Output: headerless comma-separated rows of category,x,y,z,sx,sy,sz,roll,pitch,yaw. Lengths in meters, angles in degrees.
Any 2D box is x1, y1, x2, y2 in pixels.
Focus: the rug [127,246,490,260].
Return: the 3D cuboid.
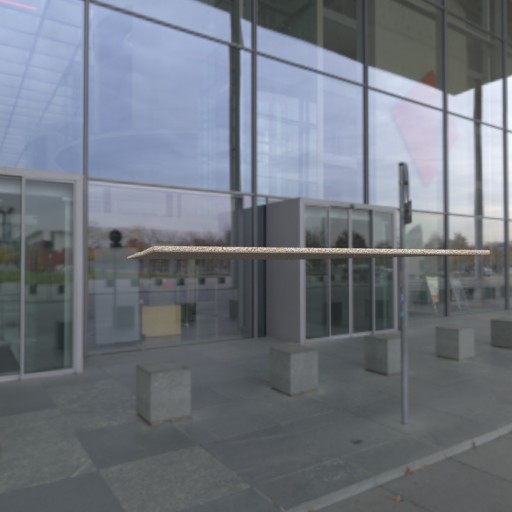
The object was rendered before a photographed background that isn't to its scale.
rug,0.000,0.000,3.417,1.800,0.025,2.699,0,-1,-18
